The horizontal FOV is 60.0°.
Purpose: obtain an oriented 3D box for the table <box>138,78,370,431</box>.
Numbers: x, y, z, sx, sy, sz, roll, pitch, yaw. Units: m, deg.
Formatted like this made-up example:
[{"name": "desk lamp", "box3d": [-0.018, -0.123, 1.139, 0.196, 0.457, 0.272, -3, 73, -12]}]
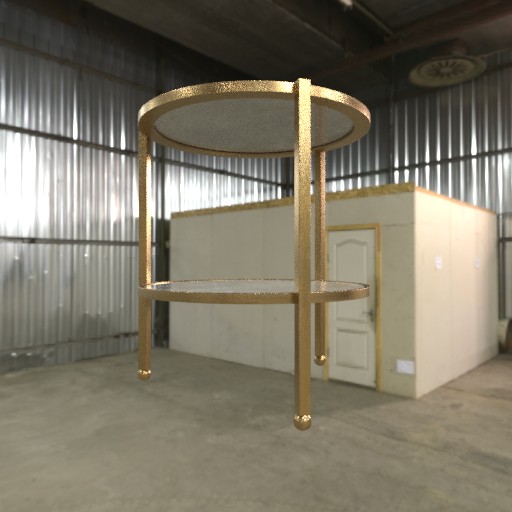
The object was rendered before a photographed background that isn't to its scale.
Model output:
[{"name": "table", "box3d": [0.000, 0.000, 0.450, 0.231, 0.269, 0.243, 0, 0, -18]}]
